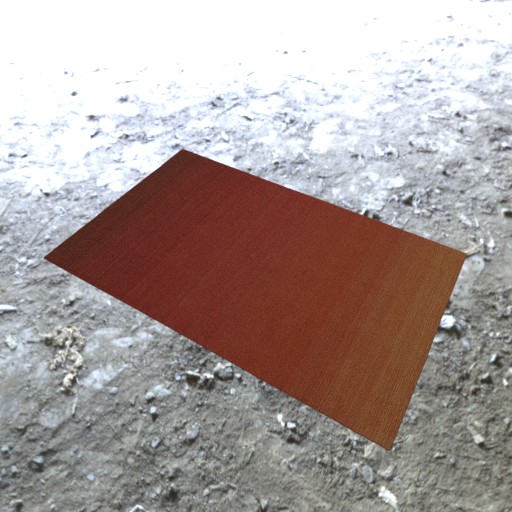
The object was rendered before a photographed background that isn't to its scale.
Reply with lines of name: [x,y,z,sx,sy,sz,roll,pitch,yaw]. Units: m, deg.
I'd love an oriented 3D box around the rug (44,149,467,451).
rug: [0.000,0.000,3.009,2.442,0.010,1.531,24,51,21]
